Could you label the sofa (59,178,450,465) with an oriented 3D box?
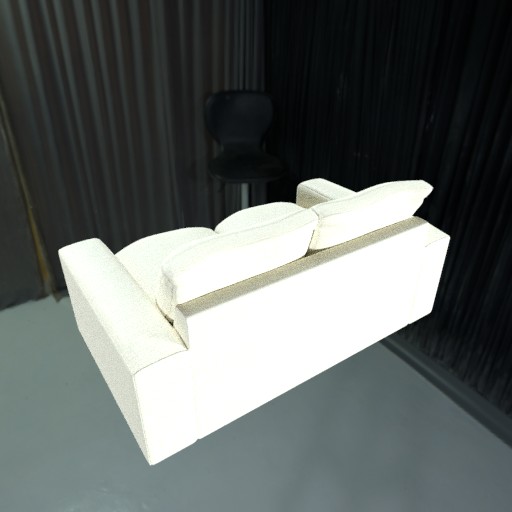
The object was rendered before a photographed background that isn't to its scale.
[{"bbox_3d":[0.000,0.000,2.347,1.754,0.875,1.091,-19,36,-29],"label":"sofa"}]
